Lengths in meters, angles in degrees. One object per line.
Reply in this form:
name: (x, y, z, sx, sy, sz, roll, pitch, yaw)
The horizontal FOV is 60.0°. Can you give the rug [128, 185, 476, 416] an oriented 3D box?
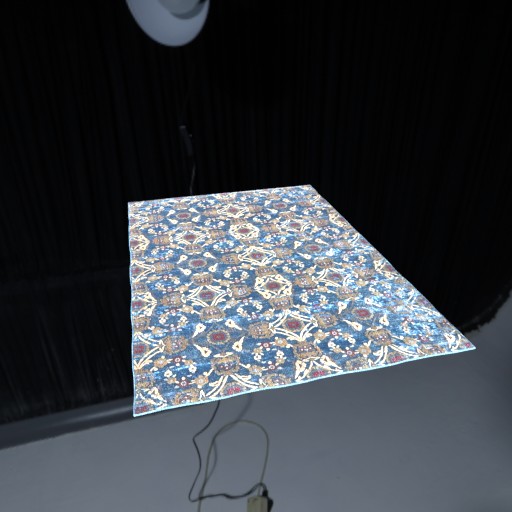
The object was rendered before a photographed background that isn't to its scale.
rug: (0.000, 0.000, 2.839, 1.567, 0.014, 2.207, -7, 31, -13)
